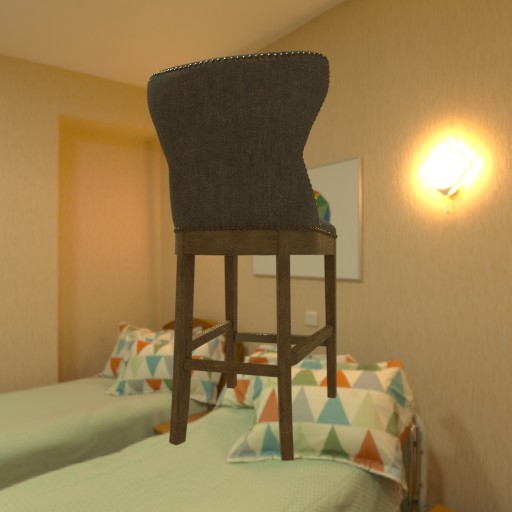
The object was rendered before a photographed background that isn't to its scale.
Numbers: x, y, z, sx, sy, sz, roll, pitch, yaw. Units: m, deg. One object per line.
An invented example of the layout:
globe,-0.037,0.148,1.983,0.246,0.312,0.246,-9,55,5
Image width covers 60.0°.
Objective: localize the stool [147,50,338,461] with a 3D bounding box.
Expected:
stool,0.000,0.000,1.329,0.498,0.981,0.608,0,0,18
